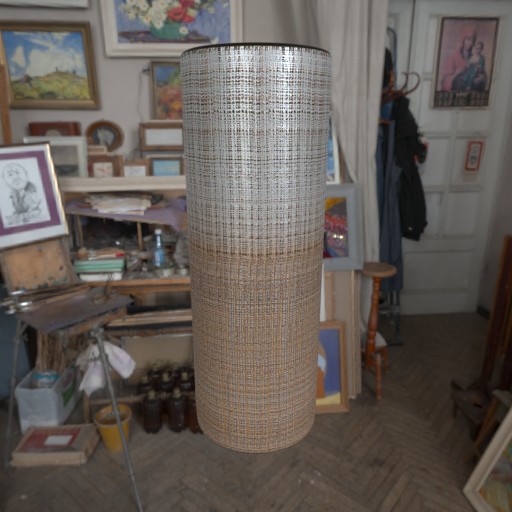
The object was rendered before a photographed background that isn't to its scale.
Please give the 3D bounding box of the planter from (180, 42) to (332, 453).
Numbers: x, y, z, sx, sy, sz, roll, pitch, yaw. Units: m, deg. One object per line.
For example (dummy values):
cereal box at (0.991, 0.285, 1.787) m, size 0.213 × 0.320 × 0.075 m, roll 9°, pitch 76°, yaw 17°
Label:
planter at (0.000, 0.000, 0.332) m, size 0.099 × 0.278 × 0.099 m, roll -16°, pitch 23°, yaw -41°
